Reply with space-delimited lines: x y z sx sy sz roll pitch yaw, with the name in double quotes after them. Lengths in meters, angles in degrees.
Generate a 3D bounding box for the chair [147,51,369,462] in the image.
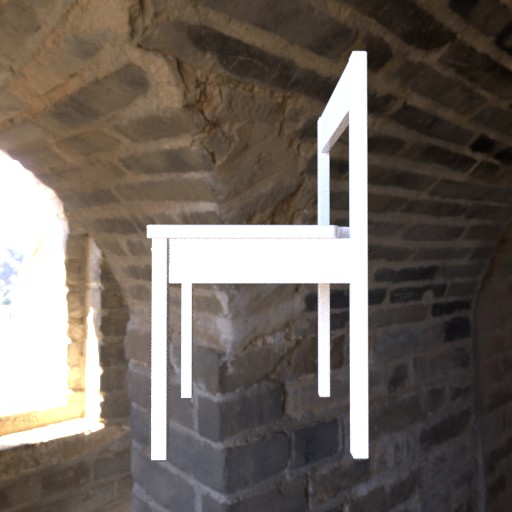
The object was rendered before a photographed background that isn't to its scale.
0.000 0.000 0.895 0.361 0.668 0.367 0 -1 -1 "chair"
